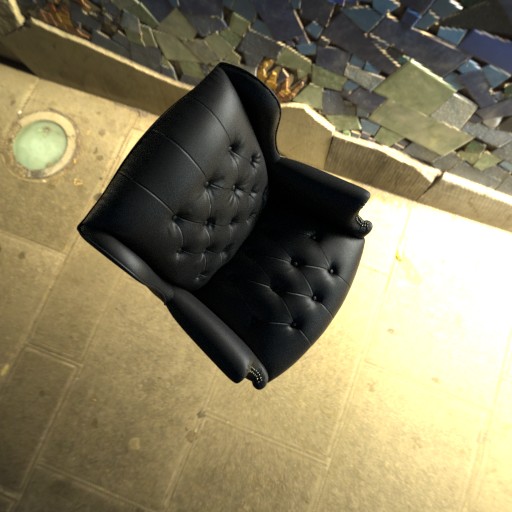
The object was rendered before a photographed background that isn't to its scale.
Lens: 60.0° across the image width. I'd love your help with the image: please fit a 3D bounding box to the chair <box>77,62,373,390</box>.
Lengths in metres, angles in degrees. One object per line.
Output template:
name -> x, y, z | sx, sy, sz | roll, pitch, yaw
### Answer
chair -> 0.000, 0.000, 1.690 | 0.762, 1.111, 0.838 | 35, 77, 9
